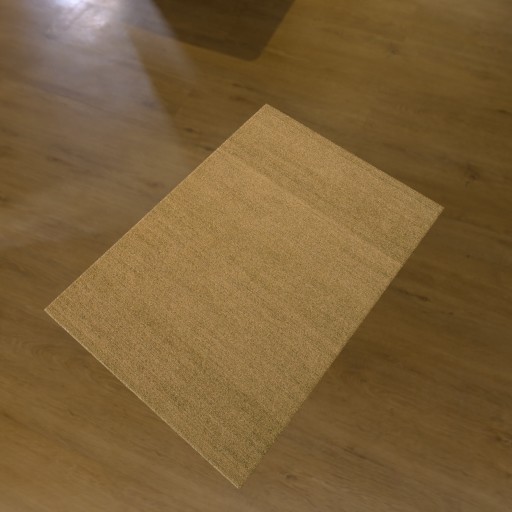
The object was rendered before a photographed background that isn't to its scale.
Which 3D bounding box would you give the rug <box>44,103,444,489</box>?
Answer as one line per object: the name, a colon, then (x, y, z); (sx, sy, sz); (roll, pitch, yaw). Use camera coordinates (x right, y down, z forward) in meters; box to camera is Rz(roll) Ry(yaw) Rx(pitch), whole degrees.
rug: (0.000, 0.000, 5.142); (2.782, 0.025, 3.935); (36, 68, 16)
